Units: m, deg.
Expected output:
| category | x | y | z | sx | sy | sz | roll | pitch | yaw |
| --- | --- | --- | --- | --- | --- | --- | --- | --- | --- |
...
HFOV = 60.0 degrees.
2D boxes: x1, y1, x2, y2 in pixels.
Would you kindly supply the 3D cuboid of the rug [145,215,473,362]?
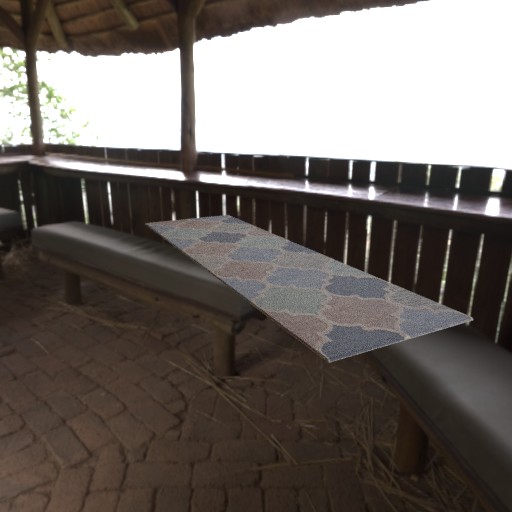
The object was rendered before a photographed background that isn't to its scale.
| category | x | y | z | sx | sy | sz | roll | pitch | yaw |
| --- | --- | --- | --- | --- | --- | --- | --- | --- | --- |
| rug | 0.000 | 0.000 | 2.518 | 0.687 | 0.011 | 2.287 | -8 | 18 | -26 |
